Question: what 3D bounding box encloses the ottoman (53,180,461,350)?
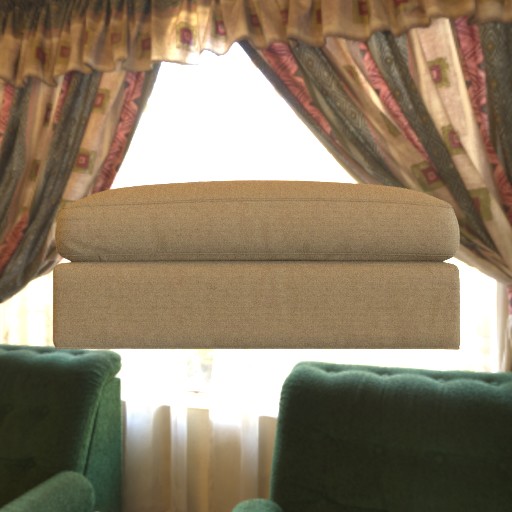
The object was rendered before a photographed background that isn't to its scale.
[{"bbox_3d":[0.000,0.000,1.610,1.041,0.470,1.041,0,0,0],"label":"ottoman"}]
